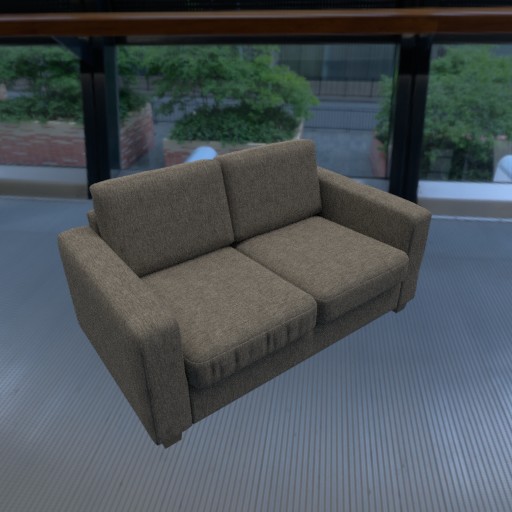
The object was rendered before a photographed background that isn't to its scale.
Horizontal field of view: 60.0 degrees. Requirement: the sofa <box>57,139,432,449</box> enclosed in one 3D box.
[{"bbox_3d":[0.000,0.000,2.070,1.520,0.800,0.900,-21,36,-31],"label":"sofa"}]
